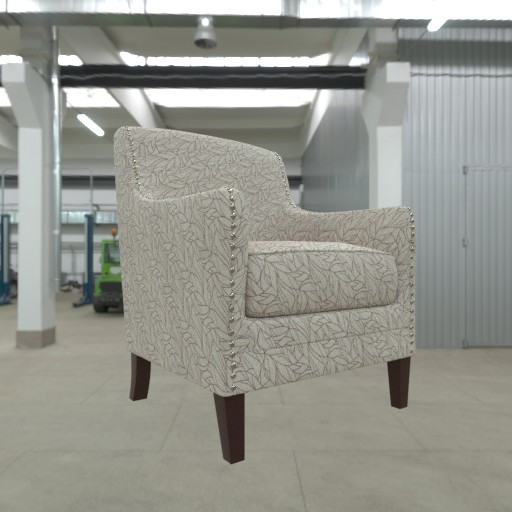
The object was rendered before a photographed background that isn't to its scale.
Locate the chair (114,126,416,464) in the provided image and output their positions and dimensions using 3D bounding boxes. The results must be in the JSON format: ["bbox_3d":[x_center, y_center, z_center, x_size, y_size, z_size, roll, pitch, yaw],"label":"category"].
[{"bbox_3d":[0.000,0.000,1.281,0.623,0.816,0.651,0,0,-36],"label":"chair"}]
